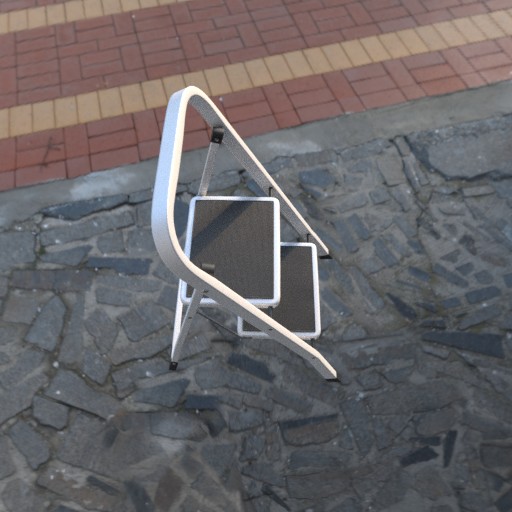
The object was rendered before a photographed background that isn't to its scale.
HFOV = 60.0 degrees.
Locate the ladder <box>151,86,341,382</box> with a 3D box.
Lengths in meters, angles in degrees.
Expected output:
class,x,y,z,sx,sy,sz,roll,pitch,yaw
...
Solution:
class,x,y,z,sx,sy,sz,roll,pitch,yaw
ladder,0.000,0.000,1.140,0.544,0.810,0.460,1,62,1
